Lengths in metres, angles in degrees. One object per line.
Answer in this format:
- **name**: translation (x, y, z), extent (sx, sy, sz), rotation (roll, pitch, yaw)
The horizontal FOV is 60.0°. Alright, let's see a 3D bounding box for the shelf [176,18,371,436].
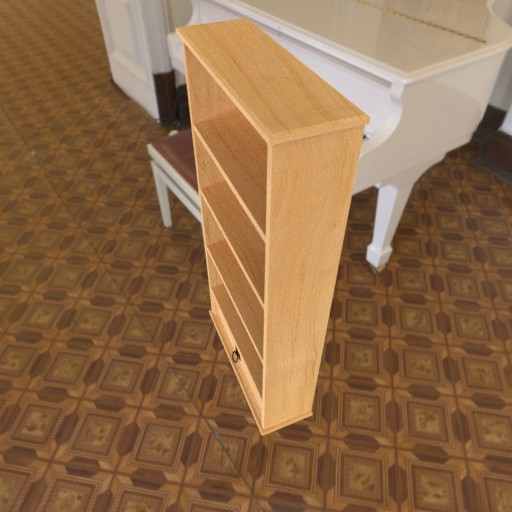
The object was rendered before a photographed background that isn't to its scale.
- **shelf**: translation (0.000, 0.000, 1.203), extent (0.175, 1.030, 0.520), rotation (-16, 47, -16)
